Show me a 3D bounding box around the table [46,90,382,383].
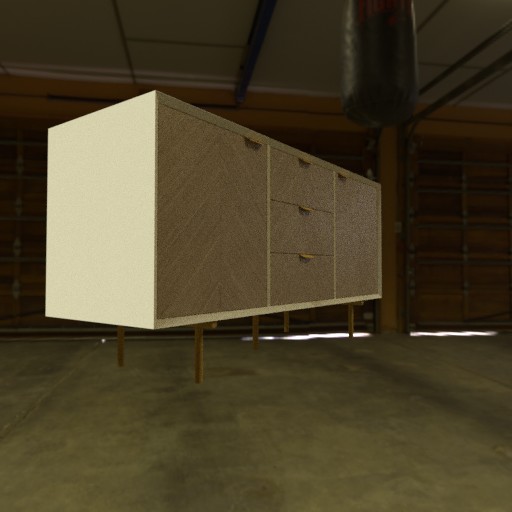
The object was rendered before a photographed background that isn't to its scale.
[{"bbox_3d":[0.000,0.000,1.828,0.508,0.769,1.500,-1,-2,37],"label":"table"}]
